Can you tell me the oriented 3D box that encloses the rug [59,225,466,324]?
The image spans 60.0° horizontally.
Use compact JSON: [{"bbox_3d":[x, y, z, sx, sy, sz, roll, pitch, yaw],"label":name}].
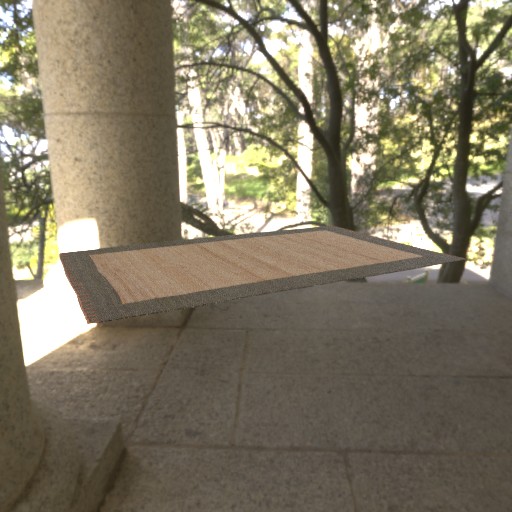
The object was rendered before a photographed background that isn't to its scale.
[{"bbox_3d":[0.000,0.000,3.074,2.435,0.006,1.521,-7,15,-27],"label":"rug"}]
